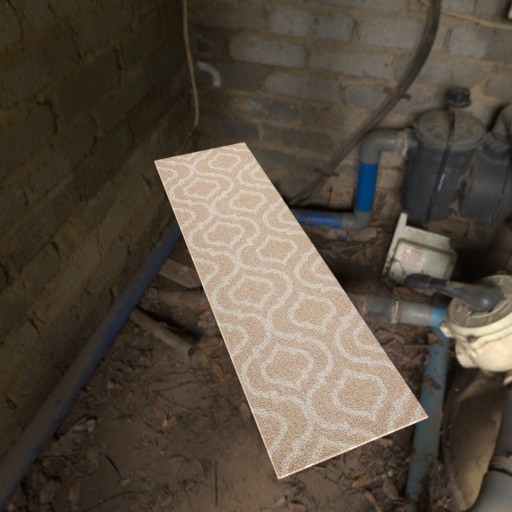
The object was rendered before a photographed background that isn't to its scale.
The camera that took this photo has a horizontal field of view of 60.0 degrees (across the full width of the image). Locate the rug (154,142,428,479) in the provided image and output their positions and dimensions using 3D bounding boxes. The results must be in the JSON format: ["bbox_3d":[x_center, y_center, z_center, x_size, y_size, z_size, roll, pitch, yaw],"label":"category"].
[{"bbox_3d":[0.000,0.000,2.531,0.691,0.013,2.289,-15,48,-14],"label":"rug"}]
